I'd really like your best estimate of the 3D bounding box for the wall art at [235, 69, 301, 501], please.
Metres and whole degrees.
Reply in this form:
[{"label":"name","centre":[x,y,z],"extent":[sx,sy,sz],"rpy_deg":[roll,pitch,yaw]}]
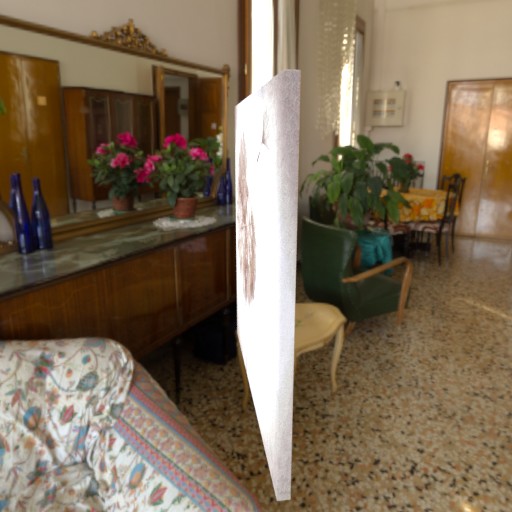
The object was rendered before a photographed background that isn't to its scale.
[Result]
[{"label":"wall art","centre":[0.000,0.000,1.110],"extent":[0.027,0.762,0.762],"rpy_deg":[-2,15,-8]}]
